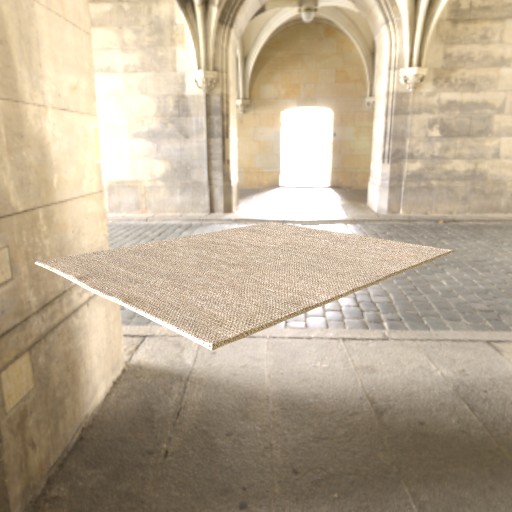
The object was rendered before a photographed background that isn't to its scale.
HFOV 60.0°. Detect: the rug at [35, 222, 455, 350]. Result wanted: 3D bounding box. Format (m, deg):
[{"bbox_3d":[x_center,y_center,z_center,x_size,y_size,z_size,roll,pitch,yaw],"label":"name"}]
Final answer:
[{"bbox_3d":[0.000,0.000,4.094,3.052,0.030,2.429,-13,19,-43],"label":"rug"}]
